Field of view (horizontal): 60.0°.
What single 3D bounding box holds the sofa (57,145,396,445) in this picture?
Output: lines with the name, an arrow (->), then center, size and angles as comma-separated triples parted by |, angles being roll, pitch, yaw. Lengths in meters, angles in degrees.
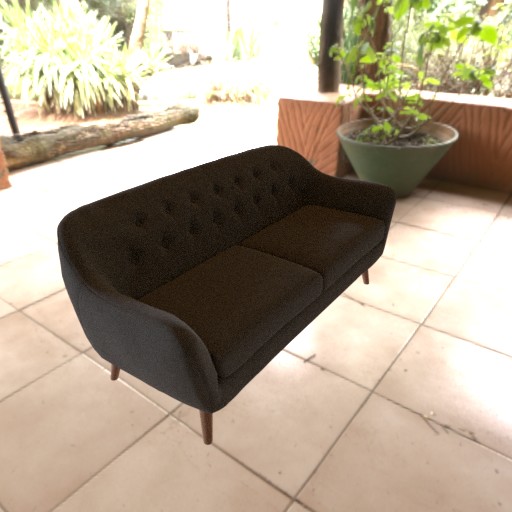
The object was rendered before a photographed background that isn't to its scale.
sofa -> 0.000, 0.000, 2.281 | 0.820, 0.820, 1.840 | 19, 33, 32
